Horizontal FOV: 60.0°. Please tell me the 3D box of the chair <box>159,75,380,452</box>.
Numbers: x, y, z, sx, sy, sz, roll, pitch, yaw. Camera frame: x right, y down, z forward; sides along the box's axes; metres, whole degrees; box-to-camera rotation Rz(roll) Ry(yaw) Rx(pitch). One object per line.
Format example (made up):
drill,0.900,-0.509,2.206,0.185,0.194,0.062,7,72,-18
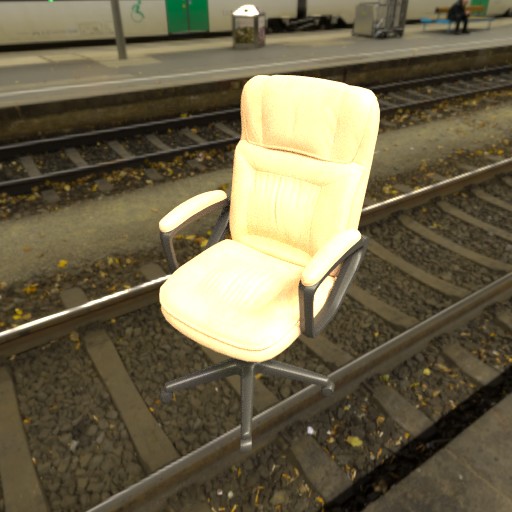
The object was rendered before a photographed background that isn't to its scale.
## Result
chair,0.000,0.000,1.569,0.667,1.105,0.724,20,37,29
